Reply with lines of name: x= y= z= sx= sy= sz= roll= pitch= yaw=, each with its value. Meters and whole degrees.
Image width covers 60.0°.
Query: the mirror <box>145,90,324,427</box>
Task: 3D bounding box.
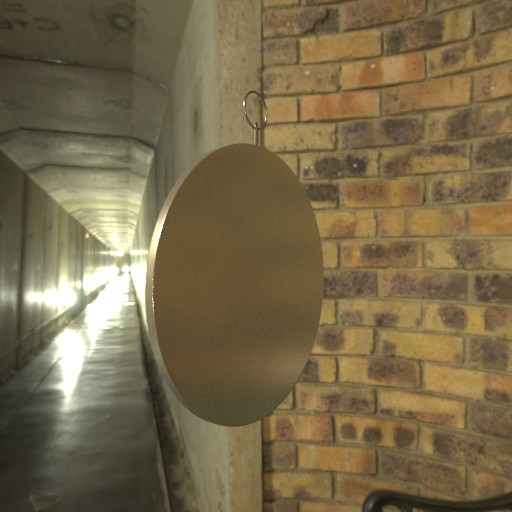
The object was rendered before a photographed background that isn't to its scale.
mirror: x=0.000 y=0.000 z=0.964 sx=0.020 sy=0.713 sz=0.594 roll=0 pitch=1 yaw=36
